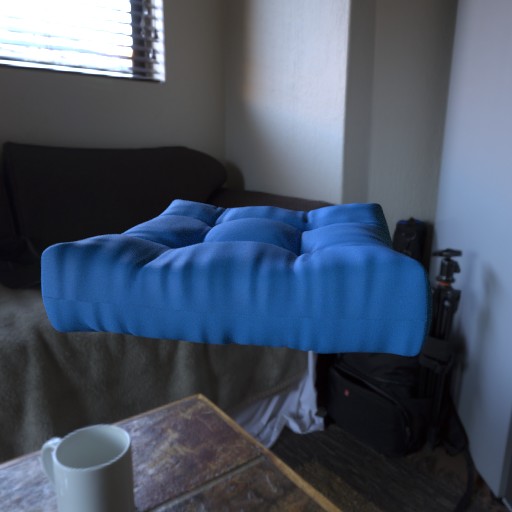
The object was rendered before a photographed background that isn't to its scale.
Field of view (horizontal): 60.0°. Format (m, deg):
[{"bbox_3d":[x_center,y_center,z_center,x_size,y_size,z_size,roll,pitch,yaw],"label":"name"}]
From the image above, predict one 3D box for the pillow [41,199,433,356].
[{"bbox_3d":[0.000,0.000,0.724,0.468,0.128,0.490,2,15,9],"label":"pillow"}]
